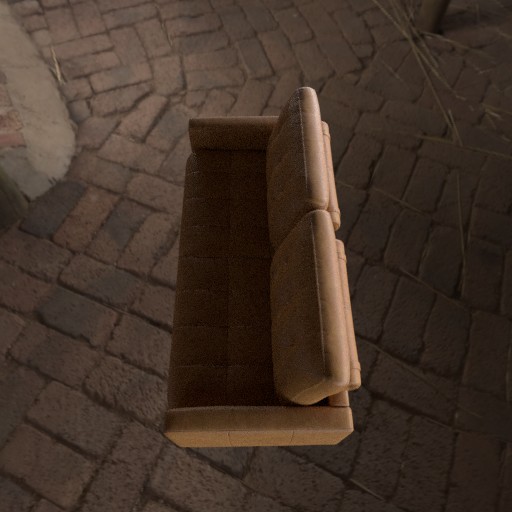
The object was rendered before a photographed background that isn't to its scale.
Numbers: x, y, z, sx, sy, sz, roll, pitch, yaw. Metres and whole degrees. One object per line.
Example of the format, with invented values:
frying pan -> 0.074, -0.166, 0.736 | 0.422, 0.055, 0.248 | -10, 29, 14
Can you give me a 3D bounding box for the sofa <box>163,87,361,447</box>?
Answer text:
sofa -> 0.000, 0.000, 2.341 | 0.850, 0.898, 1.821 | -1, 60, 0
